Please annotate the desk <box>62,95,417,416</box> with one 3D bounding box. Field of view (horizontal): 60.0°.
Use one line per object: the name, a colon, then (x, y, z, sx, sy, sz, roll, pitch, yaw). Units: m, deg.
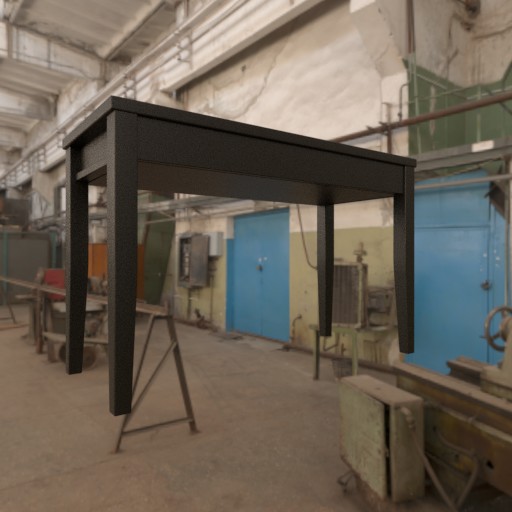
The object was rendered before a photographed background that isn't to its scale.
desk: (0.000, 0.000, 1.622, 1.220, 0.775, 0.508, 0, 0, -36)
